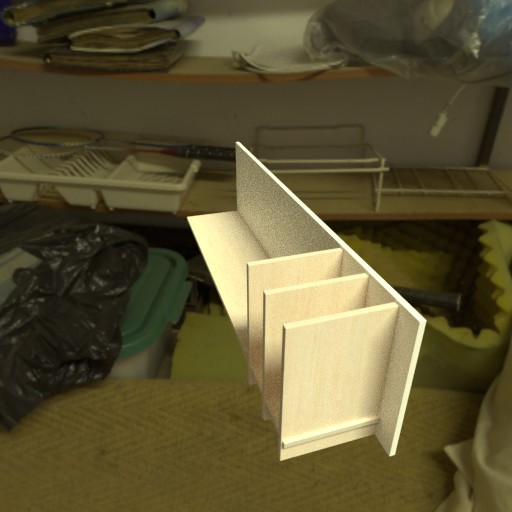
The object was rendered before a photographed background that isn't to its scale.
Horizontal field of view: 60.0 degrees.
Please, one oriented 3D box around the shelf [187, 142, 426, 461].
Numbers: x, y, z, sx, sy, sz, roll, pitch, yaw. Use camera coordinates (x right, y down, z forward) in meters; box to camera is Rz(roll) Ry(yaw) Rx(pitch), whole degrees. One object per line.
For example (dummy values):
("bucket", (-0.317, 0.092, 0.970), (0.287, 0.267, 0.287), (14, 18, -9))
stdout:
("shelf", (0.000, 0.000, 1.115), (0.200, 0.300, 1.020), (-9, 31, -15))
